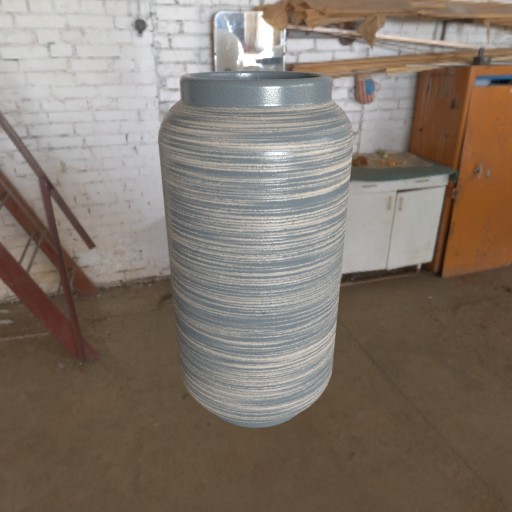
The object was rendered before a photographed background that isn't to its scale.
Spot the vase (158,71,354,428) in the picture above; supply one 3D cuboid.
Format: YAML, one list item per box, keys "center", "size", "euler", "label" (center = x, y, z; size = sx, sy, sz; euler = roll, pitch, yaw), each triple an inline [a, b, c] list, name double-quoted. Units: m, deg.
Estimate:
- center: [0.000, 0.000, 0.303]
  size: [0.116, 0.230, 0.116]
  euler: [0, 26, 0]
  label: "vase"
